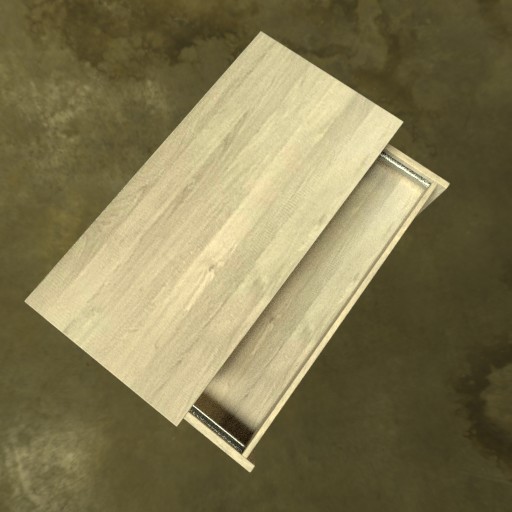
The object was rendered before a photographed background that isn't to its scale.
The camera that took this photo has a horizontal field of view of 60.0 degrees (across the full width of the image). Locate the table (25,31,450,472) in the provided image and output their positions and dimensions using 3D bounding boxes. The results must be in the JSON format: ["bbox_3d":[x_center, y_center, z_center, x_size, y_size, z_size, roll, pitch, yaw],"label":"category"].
[{"bbox_3d":[0.000,0.000,1.438,0.712,0.570,1.000,36,79,8],"label":"table"}]
